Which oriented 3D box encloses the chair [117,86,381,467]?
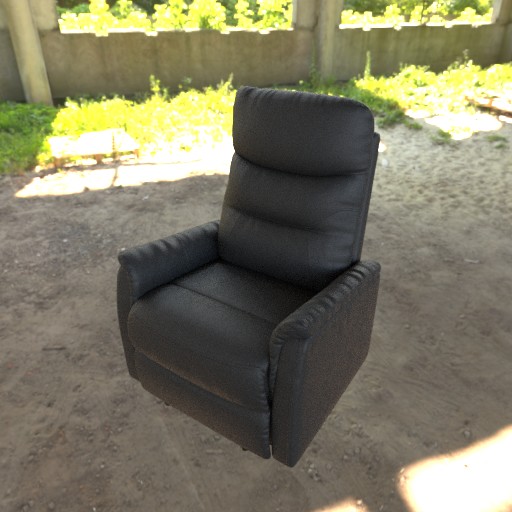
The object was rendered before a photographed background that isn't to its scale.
[{"bbox_3d":[0.000,0.000,1.626,0.775,1.082,0.831,18,33,29],"label":"chair"}]
